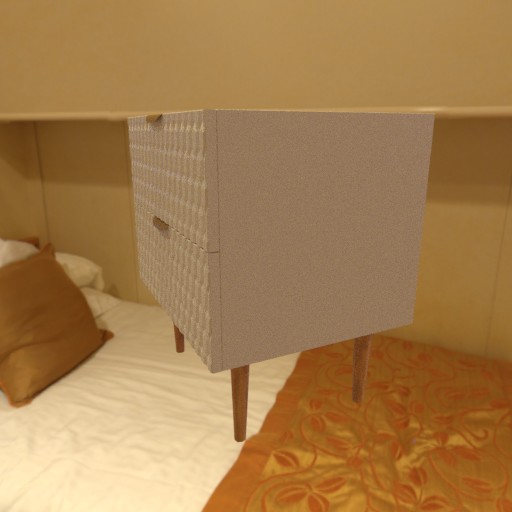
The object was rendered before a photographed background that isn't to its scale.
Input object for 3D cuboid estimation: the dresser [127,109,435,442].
[{"bbox_3d":[0.000,0.000,0.941,0.414,0.568,0.503,-8,18,-25],"label":"dresser"}]
